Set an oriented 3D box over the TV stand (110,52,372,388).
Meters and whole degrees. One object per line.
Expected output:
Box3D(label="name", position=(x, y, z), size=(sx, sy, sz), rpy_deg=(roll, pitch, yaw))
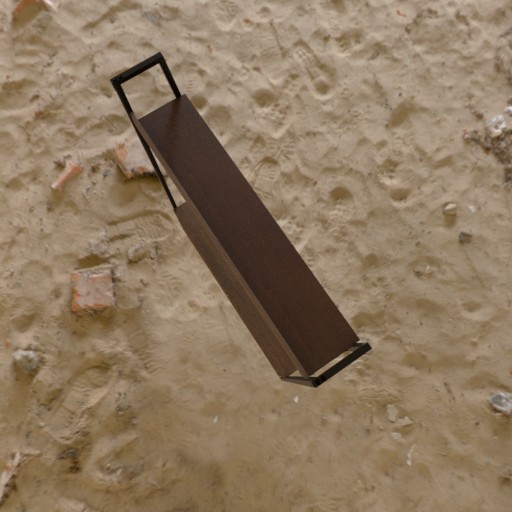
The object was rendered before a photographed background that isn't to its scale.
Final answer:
Box3D(label="TV stand", position=(0.000, 0.000, 2.306), size=(0.432, 1.772, 1.250), rpy_deg=(-33, 77, -8))
